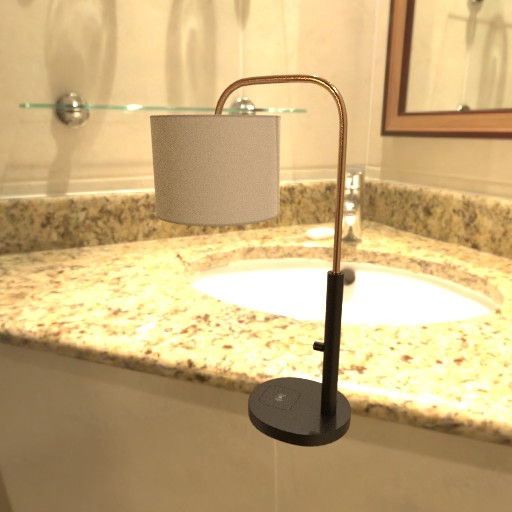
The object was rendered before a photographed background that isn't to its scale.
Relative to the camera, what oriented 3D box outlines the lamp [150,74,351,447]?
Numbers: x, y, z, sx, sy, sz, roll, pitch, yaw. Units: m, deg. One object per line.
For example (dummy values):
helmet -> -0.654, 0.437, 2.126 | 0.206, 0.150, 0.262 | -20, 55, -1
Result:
lamp -> 0.000, 0.000, 0.715 | 0.337, 0.540, 0.199 | 8, 18, 26
